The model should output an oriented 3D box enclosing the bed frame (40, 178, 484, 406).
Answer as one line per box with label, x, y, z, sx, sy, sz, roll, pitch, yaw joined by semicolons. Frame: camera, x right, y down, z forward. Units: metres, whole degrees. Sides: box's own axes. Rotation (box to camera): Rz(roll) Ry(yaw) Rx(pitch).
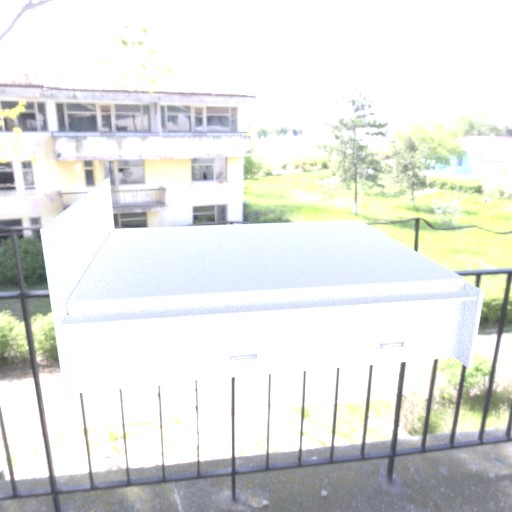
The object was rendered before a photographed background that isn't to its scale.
bed frame;0.000;0.000;2.749;1.960;0.800;1.622;-3;17;-9
